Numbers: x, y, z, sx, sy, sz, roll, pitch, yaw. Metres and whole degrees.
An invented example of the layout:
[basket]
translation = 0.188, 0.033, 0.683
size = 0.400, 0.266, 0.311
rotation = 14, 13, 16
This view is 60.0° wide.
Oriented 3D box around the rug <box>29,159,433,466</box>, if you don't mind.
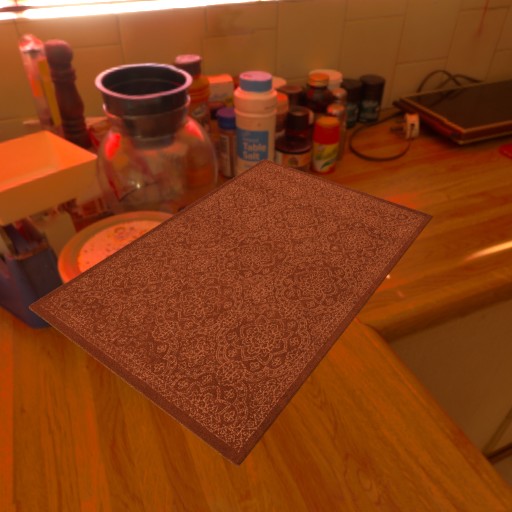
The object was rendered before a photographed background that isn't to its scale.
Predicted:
[rug]
translation = 0.000, 0.000, 2.298
size = 1.219, 0.010, 1.829
rotation = 25, 45, 28
